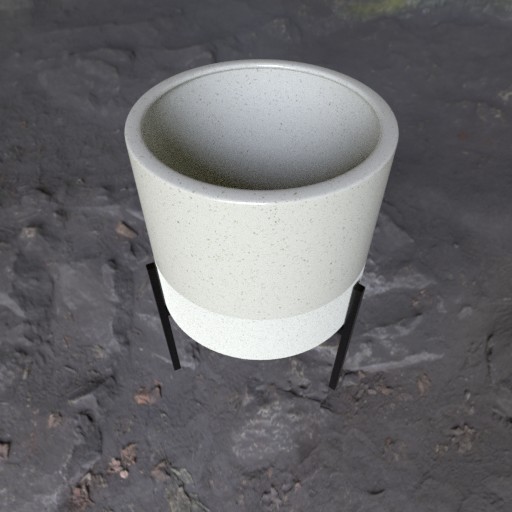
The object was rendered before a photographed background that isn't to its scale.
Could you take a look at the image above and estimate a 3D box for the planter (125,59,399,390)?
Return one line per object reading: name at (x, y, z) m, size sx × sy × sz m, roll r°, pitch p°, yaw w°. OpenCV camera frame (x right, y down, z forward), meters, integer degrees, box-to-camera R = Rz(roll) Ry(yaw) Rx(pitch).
planter at (0.000, 0.000, 0.333) m, size 0.159 × 0.230 × 0.152 m, roll -16°, pitch 49°, yaw -15°
